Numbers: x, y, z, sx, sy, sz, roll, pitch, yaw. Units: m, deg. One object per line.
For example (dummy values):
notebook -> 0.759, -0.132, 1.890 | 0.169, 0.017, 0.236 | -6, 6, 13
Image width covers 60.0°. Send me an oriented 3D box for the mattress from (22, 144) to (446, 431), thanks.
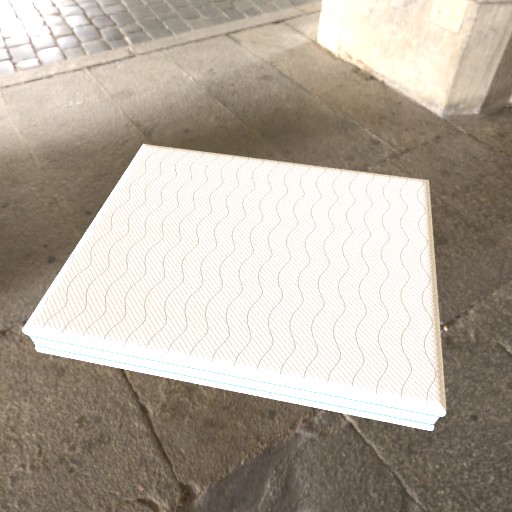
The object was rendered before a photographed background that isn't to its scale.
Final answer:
mattress -> 0.000, 0.000, 2.618 | 2.000, 0.230, 1.600 | 9, 49, 8
